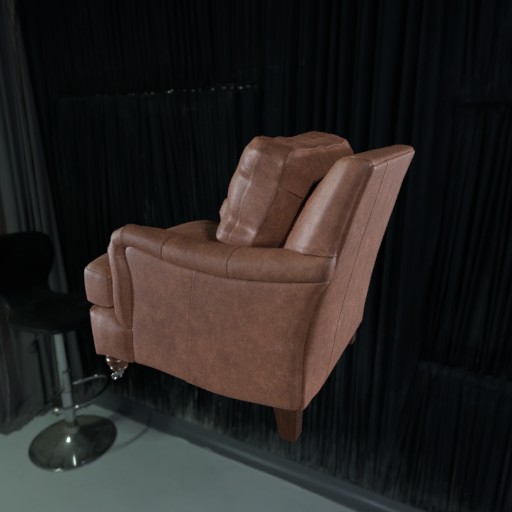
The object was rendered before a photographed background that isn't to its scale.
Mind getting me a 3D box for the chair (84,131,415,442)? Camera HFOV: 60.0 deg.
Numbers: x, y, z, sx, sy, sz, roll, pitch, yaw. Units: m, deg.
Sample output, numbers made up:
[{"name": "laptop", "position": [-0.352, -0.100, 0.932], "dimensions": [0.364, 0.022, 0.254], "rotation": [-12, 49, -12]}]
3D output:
[{"name": "chair", "position": [0.000, 0.000, 1.957], "dimensions": [1.158, 1.055, 0.986], "rotation": [8, 18, 25]}]
